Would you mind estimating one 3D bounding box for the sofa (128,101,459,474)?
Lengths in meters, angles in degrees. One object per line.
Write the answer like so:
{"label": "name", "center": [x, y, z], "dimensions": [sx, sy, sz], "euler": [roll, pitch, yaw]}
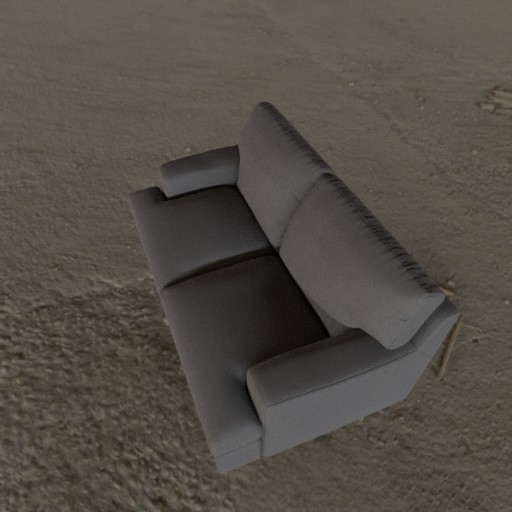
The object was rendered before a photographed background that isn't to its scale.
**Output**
{"label": "sofa", "center": [0.000, 0.000, 2.500], "dimensions": [1.143, 0.940, 1.880], "euler": [-16, 48, -15]}
